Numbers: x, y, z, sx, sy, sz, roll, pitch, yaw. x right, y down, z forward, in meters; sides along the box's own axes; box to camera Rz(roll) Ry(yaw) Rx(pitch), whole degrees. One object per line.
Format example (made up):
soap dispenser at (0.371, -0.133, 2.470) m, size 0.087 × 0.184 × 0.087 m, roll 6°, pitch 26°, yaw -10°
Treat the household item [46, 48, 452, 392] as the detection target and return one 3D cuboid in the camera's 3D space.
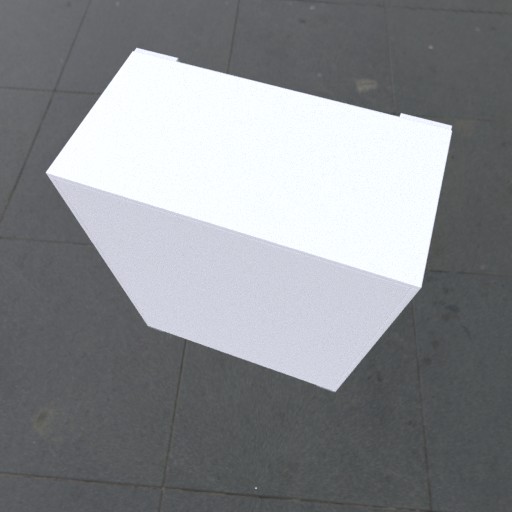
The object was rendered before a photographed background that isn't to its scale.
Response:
household item at (0.000, 0.000, 1.410) m, size 0.790 × 1.010 × 0.420 m, roll 17°, pitch 64°, yaw 9°
